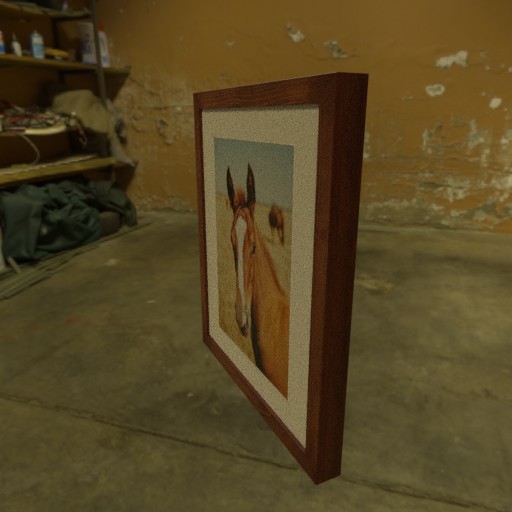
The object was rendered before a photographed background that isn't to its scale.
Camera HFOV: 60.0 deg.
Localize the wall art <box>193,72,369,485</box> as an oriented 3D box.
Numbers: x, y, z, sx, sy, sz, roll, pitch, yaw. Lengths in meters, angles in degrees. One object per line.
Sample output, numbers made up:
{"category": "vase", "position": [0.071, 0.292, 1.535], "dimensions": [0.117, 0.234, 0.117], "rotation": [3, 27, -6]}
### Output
{"category": "wall art", "position": [0.000, 0.000, 0.531], "dimensions": [0.030, 0.381, 0.330], "rotation": [-8, 19, -25]}
